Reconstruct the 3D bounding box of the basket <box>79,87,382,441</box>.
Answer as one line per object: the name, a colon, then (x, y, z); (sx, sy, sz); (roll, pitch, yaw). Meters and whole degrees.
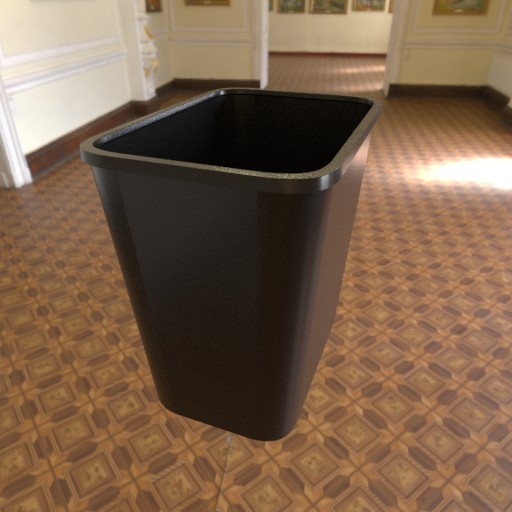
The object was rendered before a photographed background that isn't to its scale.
basket: (0.000, 0.000, 0.503); (0.211, 0.307, 0.300); (11, 32, 18)
